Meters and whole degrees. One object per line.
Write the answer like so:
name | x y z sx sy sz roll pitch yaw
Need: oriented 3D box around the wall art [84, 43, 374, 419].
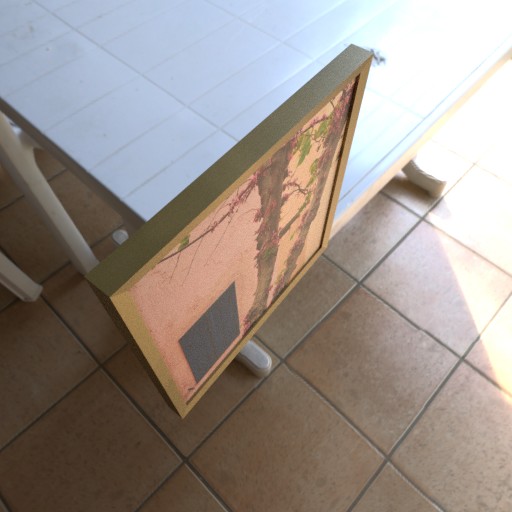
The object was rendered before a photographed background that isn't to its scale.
wall art | 0.000 0.000 0.757 0.038 0.508 0.507 33 63 20
